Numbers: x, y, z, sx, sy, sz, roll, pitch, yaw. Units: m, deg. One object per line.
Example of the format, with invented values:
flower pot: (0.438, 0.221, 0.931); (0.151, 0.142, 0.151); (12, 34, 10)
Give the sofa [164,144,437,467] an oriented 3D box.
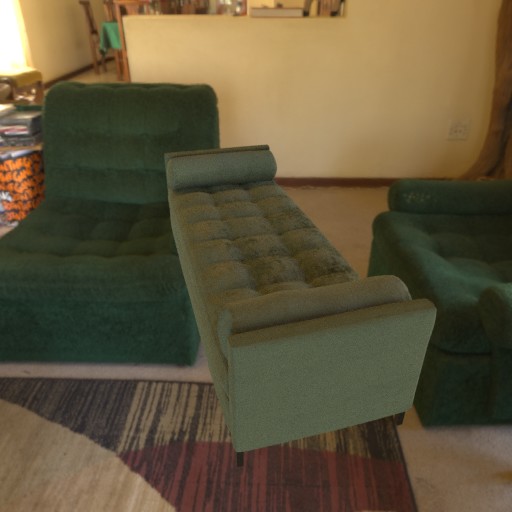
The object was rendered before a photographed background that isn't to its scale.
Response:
sofa: (0.000, 0.000, 2.534); (0.817, 0.681, 2.130); (-8, 32, -14)
